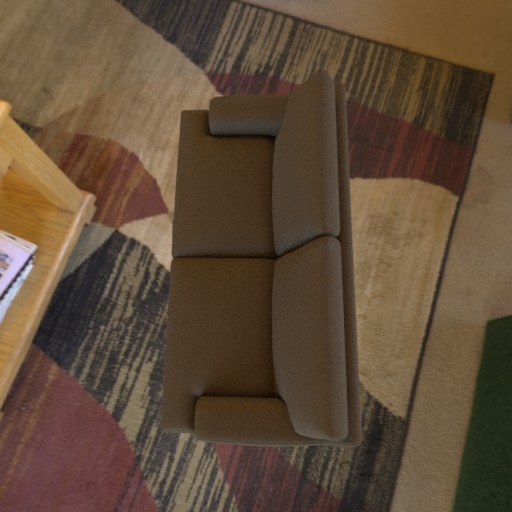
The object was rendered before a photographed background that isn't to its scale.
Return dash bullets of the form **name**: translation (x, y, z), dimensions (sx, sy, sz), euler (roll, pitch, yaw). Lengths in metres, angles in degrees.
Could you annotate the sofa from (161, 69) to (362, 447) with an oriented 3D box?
- **sofa**: translation (0.000, 0.000, 2.872), dimensions (1.140, 0.950, 2.271), euler (1, 75, 0)
